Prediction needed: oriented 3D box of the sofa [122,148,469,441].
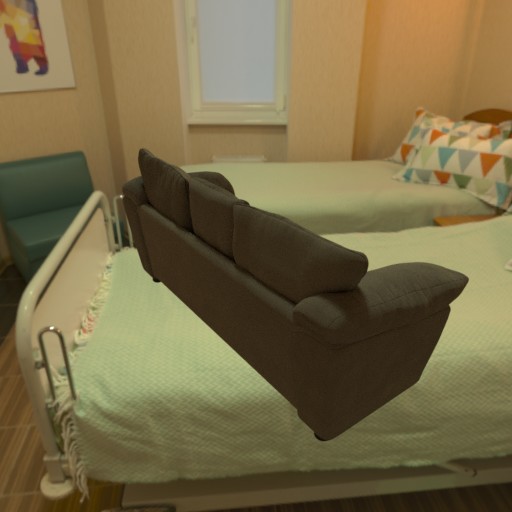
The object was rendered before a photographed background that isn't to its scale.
[{"bbox_3d":[0.000,0.000,2.833,0.878,1.073,2.336,-18,32,-32],"label":"sofa"}]
